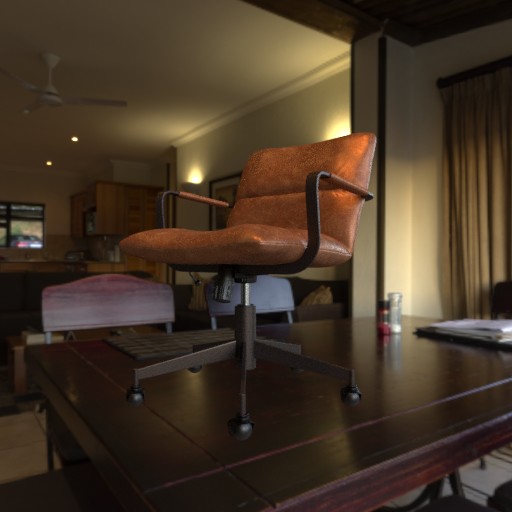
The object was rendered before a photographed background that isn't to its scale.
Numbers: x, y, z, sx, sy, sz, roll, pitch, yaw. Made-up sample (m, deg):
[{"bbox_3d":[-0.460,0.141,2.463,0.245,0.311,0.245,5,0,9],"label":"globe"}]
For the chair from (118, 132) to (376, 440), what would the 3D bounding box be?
[{"bbox_3d":[0.000,0.000,1.513,0.727,0.922,0.754,0,0,36],"label":"chair"}]
